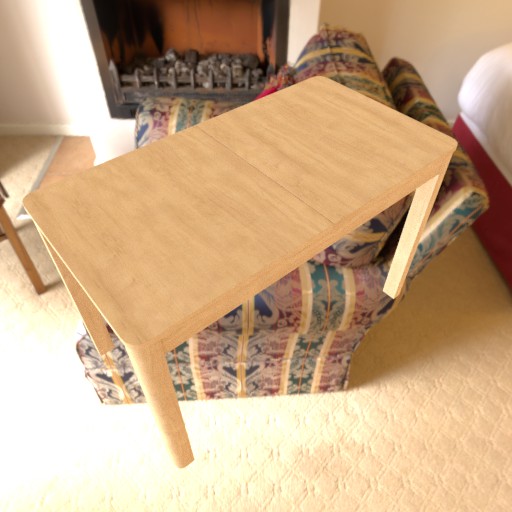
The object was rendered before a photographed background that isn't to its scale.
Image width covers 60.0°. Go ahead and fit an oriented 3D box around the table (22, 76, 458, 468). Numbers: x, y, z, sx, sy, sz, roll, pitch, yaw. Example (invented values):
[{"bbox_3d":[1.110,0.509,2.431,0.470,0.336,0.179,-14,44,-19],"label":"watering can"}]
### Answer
[{"bbox_3d":[0.000,0.000,1.883,1.400,0.900,0.750,-31,54,-26],"label":"table"}]
